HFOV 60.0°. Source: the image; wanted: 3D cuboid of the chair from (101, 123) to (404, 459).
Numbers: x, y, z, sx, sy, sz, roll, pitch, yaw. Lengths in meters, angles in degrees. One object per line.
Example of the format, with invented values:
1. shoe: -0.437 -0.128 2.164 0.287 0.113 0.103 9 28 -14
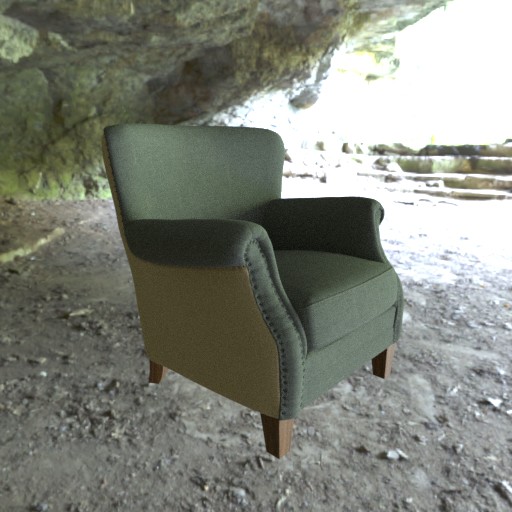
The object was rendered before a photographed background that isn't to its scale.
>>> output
1. chair: 0.000 0.000 1.627 0.921 0.936 0.861 13 20 41
